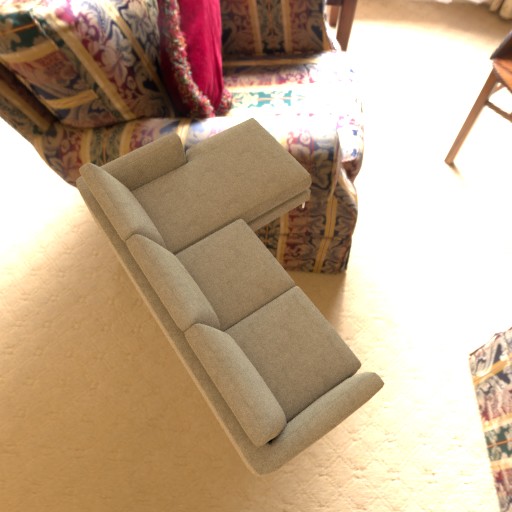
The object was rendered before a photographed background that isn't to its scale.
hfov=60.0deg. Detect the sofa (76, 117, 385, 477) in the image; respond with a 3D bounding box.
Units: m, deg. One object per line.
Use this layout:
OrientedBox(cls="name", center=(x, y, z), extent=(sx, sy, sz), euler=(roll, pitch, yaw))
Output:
OrientedBox(cls="sofa", center=(0.000, 0.000, 3.167), extent=(1.626, 0.864, 2.438), euler=(-31, 64, -17))
